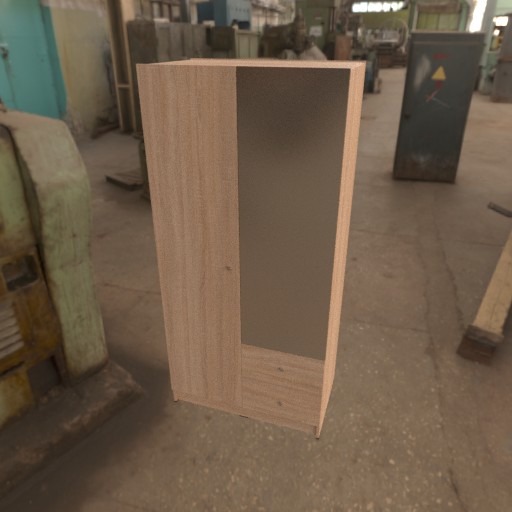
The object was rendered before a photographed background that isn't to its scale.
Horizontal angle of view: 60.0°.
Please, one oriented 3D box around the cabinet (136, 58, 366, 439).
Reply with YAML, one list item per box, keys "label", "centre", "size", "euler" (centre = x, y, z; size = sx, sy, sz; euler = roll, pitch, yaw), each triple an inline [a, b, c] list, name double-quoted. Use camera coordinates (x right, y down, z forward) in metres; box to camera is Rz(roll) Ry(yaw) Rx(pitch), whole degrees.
- label: "cabinet"
  centre: [0.000, 0.000, 2.646]
  size: [1.001, 2.121, 0.590]
  euler: [8, 28, 16]
